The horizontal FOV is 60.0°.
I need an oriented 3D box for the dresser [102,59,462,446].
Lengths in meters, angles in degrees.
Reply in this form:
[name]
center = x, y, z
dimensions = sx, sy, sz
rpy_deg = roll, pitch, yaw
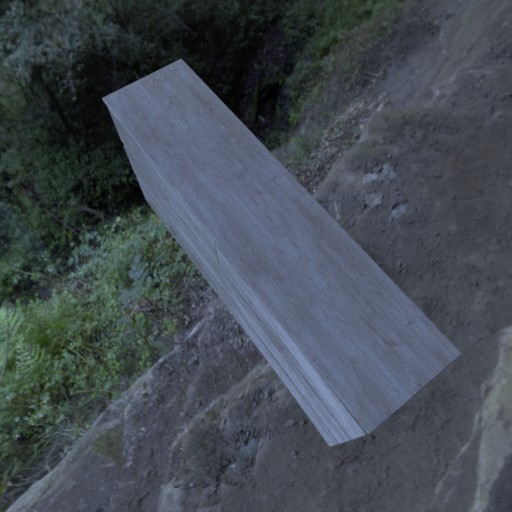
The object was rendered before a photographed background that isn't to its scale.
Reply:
[dresser]
center = 0.000, 0.000, 1.933
dimensions = 0.390, 0.795, 1.590
rpy_deg = -34, 69, -15
